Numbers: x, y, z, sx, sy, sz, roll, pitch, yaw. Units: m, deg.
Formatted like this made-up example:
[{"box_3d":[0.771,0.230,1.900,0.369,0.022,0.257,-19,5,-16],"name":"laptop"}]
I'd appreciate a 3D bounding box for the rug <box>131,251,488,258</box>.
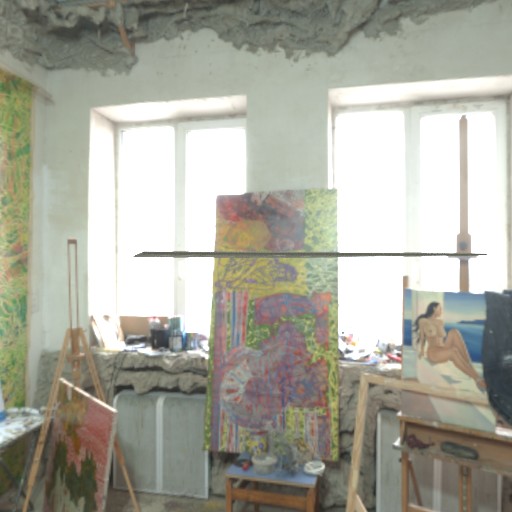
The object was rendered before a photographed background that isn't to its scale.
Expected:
[{"box_3d":[0.000,0.000,2.872,1.526,0.014,2.290,0,-1,-17],"name":"rug"}]
